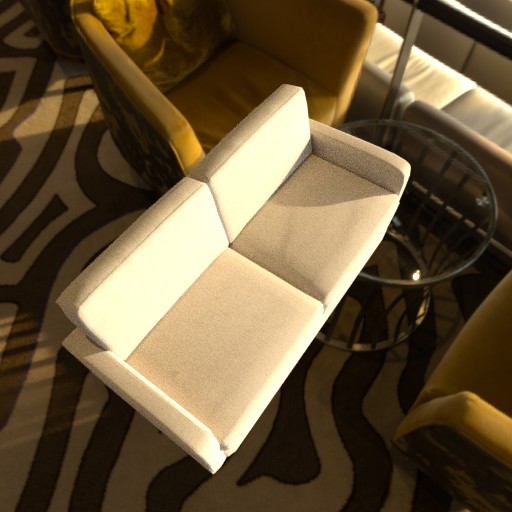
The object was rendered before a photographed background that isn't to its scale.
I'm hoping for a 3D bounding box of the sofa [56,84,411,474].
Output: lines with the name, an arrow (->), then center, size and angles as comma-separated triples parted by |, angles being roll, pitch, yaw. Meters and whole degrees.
sofa -> 0.000, 0.000, 2.258 | 0.894, 0.831, 1.808 | 32, 64, 18
